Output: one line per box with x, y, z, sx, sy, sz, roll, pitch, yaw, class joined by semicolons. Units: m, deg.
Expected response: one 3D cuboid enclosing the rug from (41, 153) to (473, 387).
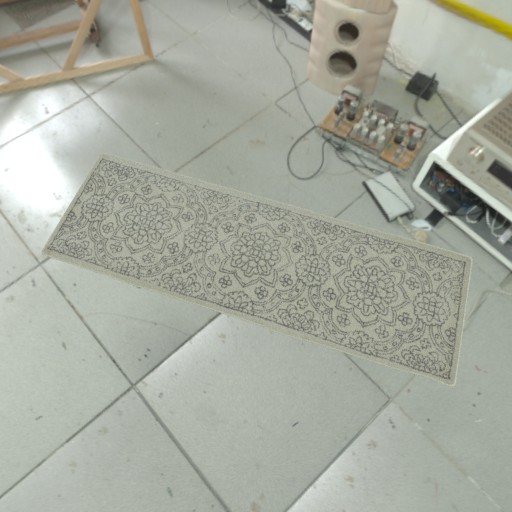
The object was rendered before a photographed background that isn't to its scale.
0.000;0.000;2.612;2.431;0.006;0.806;17;66;8;rug
